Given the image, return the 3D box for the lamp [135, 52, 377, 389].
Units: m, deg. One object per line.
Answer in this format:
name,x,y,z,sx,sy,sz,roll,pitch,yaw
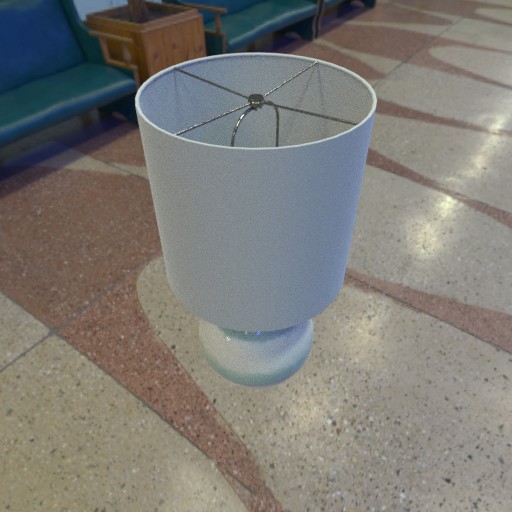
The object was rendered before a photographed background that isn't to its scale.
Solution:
lamp,0.000,0.000,0.539,0.217,0.404,0.217,27,49,27
